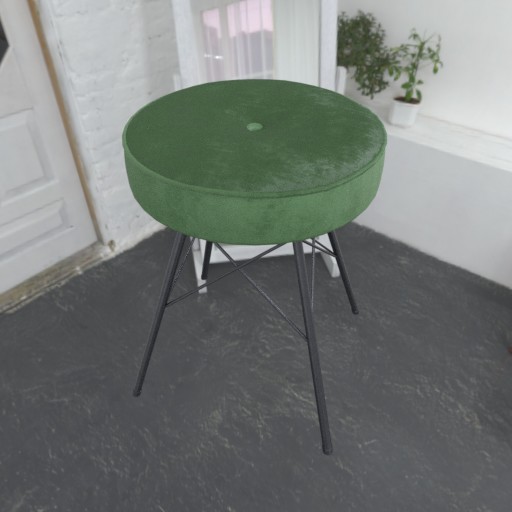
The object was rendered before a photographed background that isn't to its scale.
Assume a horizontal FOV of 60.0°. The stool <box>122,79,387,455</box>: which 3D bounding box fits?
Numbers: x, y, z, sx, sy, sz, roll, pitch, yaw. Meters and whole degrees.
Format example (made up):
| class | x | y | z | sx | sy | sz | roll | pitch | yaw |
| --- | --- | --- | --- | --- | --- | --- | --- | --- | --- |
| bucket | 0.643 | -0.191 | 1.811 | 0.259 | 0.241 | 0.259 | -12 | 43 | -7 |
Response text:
| class | x | y | z | sx | sy | sz | roll | pitch | yaw |
| --- | --- | --- | --- | --- | --- | --- | --- | --- | --- |
| stool | 0.000 | 0.000 | 0.906 | 0.457 | 0.595 | 0.430 | 12 | 42 | 13 |
